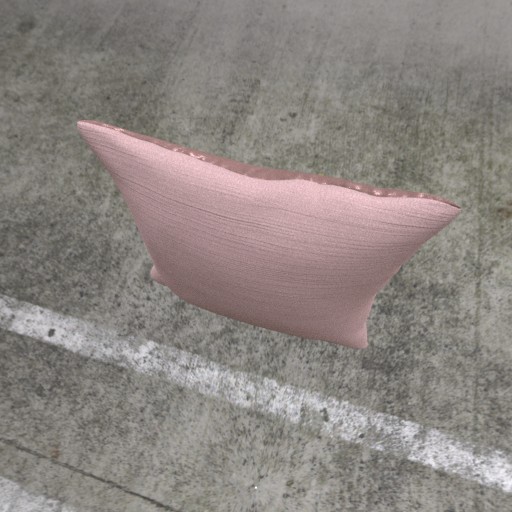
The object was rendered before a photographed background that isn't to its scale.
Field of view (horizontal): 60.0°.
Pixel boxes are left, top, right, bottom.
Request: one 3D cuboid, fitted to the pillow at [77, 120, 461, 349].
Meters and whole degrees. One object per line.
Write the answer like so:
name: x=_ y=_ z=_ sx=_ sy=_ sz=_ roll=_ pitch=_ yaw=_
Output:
pillow: x=0.000 y=0.000 z=0.717 sx=0.470 sy=0.464 sz=0.175 roll=16 pitch=64 yaw=8
